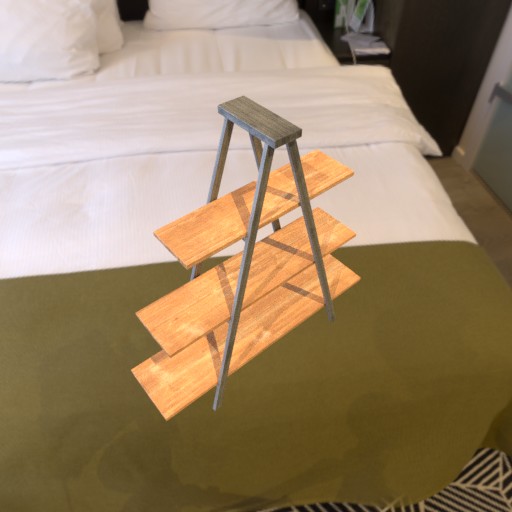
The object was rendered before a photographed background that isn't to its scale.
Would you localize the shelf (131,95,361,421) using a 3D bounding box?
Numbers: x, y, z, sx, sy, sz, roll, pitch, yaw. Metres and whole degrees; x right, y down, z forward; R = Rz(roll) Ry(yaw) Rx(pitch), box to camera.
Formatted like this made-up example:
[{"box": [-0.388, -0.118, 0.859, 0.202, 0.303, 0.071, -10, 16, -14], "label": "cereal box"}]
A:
[{"box": [0.000, 0.000, 2.667, 1.746, 1.808, 0.508, -31, 53, -26], "label": "shelf"}]
